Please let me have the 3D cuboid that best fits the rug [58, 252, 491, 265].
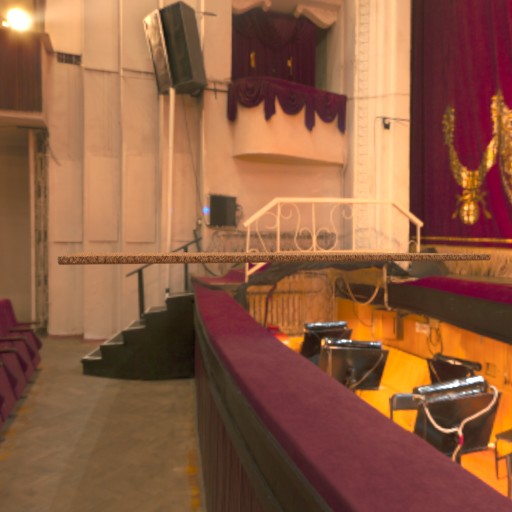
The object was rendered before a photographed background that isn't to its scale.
[{"bbox_3d":[0.000,0.000,2.084,1.600,0.025,1.199,0,1,-19],"label":"rug"}]
